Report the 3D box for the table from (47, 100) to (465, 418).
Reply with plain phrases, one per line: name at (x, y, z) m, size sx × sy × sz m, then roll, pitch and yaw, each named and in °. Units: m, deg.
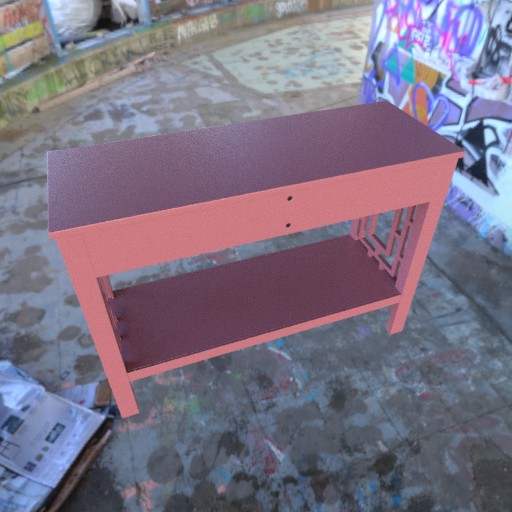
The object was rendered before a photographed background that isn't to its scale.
table at (0.000, 0.000, 1.449) m, size 1.068 × 0.753 × 0.397 m, roll -13°, pitch 42°, yaw -15°
